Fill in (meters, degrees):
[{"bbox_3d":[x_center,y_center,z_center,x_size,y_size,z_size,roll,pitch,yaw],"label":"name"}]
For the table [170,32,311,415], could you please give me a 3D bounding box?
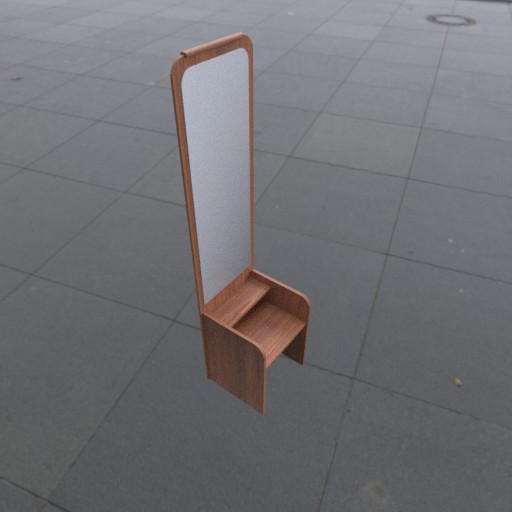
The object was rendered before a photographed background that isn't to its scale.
[{"bbox_3d":[0.000,0.000,2.100,0.420,1.830,0.450,26,47,27],"label":"table"}]
